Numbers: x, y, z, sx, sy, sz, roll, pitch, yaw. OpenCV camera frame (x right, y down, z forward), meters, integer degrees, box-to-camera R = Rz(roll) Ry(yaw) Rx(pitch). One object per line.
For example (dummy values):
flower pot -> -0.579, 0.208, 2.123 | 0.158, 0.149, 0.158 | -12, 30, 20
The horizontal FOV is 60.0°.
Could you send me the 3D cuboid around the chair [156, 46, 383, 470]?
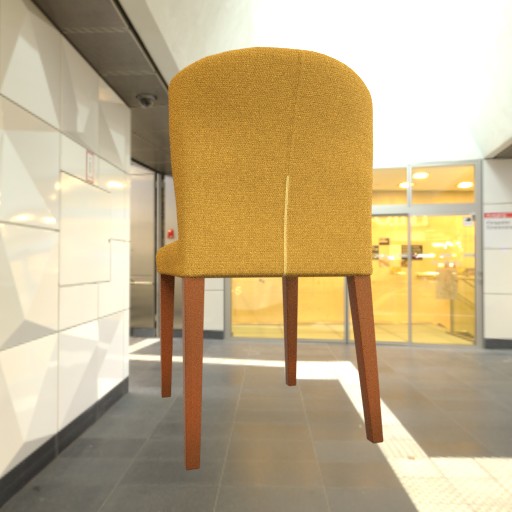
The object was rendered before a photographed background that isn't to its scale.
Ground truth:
chair -> 0.000, 0.000, 1.163 | 0.491, 0.839, 0.589 | 0, -1, -18
